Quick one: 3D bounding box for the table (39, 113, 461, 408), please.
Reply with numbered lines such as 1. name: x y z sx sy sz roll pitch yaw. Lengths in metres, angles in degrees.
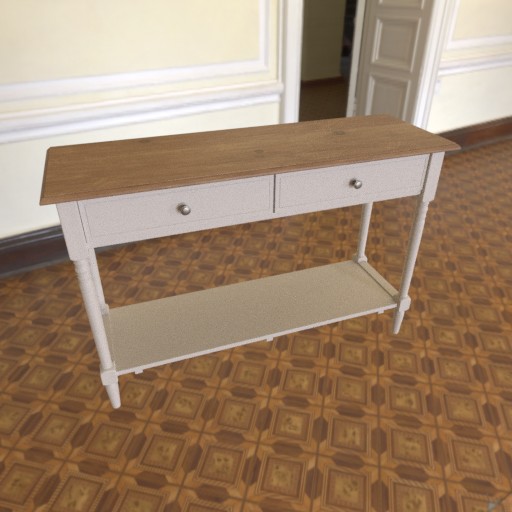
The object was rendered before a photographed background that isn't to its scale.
1. table: 0.000 0.000 1.575 1.219 0.800 0.399 -11 33 -17
